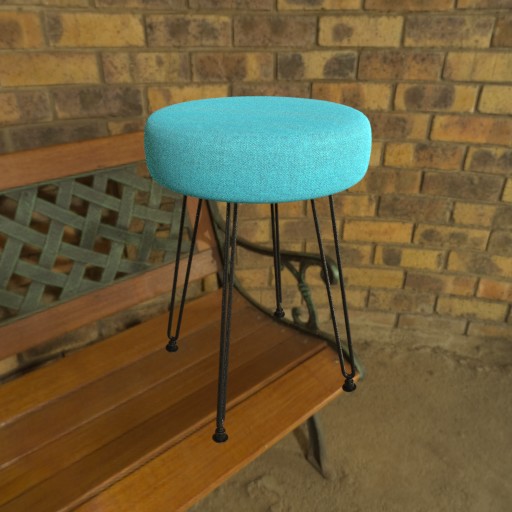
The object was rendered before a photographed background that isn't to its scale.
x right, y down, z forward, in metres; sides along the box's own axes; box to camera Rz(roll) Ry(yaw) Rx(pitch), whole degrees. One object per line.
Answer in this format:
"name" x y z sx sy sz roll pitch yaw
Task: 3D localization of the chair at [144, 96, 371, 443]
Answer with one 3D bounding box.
"chair" 0.000 0.000 0.682 0.350 0.440 0.350 8 28 16
